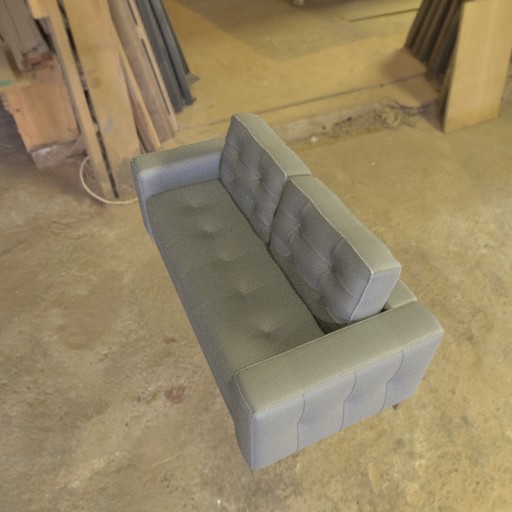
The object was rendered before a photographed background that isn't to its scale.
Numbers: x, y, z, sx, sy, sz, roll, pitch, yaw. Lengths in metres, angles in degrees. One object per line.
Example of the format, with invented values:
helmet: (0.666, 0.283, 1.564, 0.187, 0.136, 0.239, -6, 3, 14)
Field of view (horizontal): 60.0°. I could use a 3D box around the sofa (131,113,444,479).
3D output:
sofa: (0.000, 0.000, 2.224, 0.833, 0.893, 1.726, -18, 47, -17)
